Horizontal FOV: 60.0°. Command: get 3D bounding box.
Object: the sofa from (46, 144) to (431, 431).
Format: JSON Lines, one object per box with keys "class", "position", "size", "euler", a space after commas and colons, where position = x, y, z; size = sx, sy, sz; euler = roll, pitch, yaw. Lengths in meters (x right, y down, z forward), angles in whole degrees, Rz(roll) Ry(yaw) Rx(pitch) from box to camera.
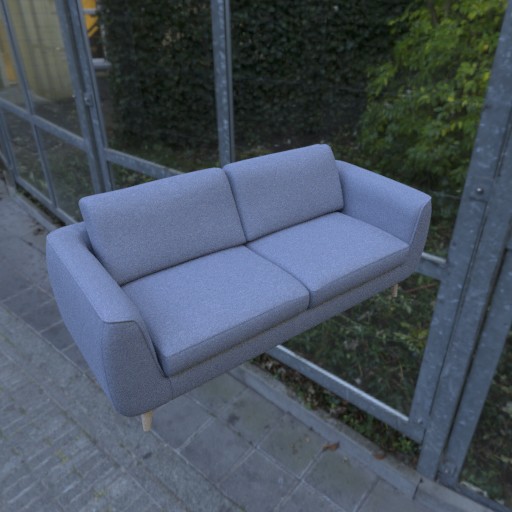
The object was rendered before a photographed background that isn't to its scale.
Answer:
{"class": "sofa", "position": [0.000, 0.000, 2.491], "size": [2.000, 0.870, 0.920], "euler": [-20, 36, -31]}
